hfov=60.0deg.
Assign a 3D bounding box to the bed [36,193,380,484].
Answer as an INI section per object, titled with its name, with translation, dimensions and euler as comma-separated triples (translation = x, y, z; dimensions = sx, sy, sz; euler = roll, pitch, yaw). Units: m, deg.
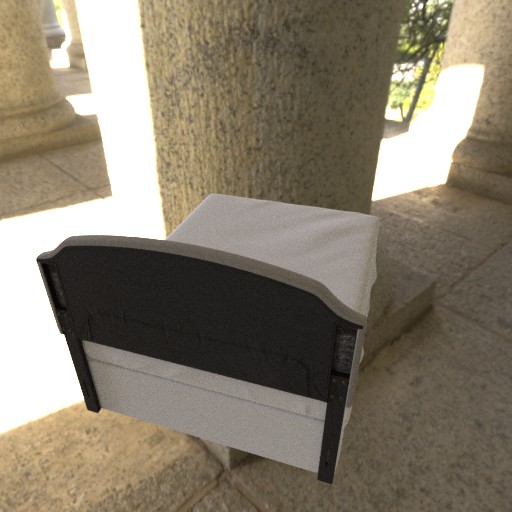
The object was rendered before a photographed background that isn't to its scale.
[bed]
translation = 0.000, 0.000, 2.902
dimensions = 1.558, 1.270, 1.999
euler = 10, 34, 15
